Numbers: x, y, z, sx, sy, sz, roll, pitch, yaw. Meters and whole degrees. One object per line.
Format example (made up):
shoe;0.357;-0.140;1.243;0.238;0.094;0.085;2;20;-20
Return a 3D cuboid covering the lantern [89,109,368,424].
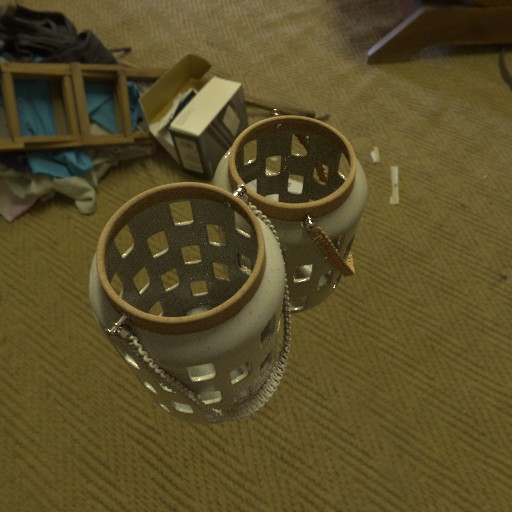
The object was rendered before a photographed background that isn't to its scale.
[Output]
lantern;0.000;0.000;0.483;0.184;0.255;0.347;30;63;17
